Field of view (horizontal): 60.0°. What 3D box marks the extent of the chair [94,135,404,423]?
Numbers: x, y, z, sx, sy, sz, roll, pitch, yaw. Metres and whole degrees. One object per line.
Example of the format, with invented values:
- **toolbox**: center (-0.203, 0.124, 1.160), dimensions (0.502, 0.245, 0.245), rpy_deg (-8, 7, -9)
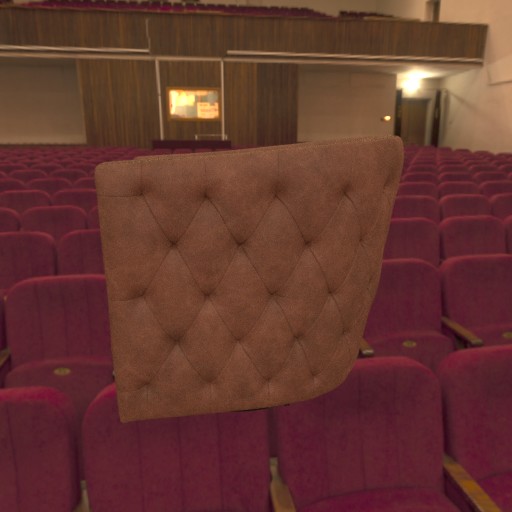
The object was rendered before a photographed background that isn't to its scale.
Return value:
- **chair**: center (0.000, 0.000, 1.502), dimensions (0.870, 0.790, 0.850), rpy_deg (-2, 14, -9)
